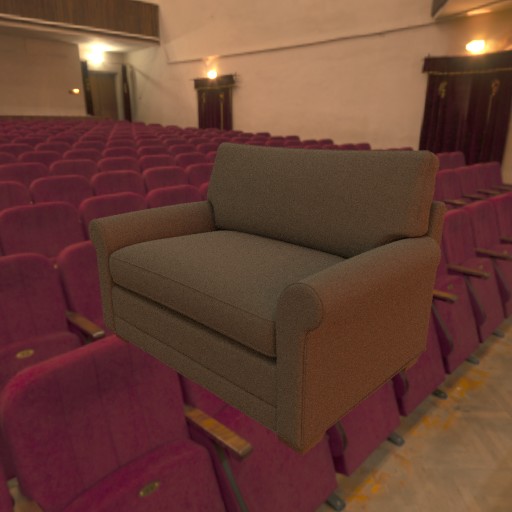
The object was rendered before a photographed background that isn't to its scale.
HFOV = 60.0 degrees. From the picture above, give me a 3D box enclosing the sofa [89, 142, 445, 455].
[{"bbox_3d":[0.000,0.000,2.014,1.410,0.953,0.940,16,23,42],"label":"sofa"}]
